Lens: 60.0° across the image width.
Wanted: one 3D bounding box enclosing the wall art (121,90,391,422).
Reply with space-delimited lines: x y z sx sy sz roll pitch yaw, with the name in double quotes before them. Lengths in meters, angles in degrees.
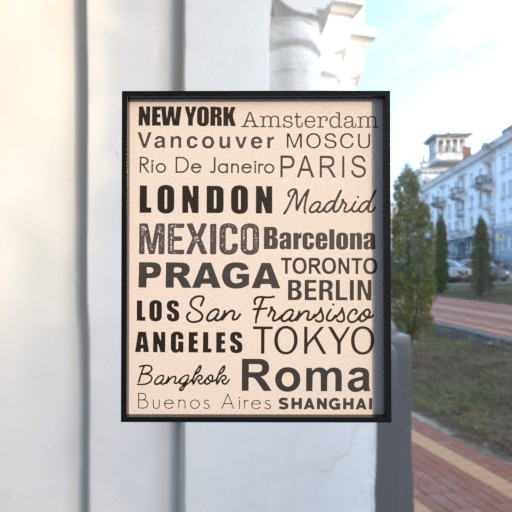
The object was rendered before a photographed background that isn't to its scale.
"wall art" 0.000 0.000 0.755 0.448 0.551 0.038 0 -1 0
